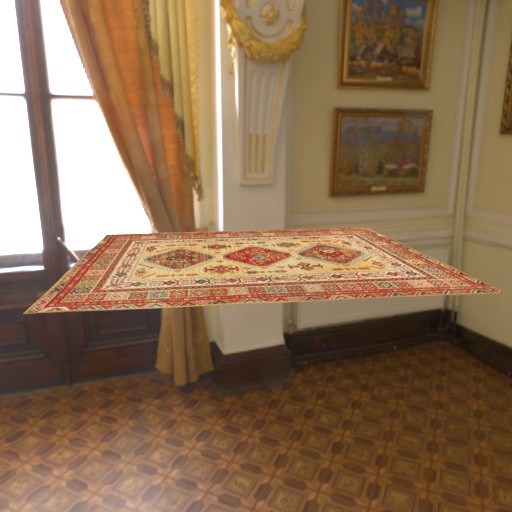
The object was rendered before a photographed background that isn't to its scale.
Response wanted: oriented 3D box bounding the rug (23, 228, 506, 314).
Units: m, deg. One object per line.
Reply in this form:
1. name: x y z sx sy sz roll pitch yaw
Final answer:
1. rug: 0.000 0.000 3.968 3.067 0.005 2.460 -2 14 -7
